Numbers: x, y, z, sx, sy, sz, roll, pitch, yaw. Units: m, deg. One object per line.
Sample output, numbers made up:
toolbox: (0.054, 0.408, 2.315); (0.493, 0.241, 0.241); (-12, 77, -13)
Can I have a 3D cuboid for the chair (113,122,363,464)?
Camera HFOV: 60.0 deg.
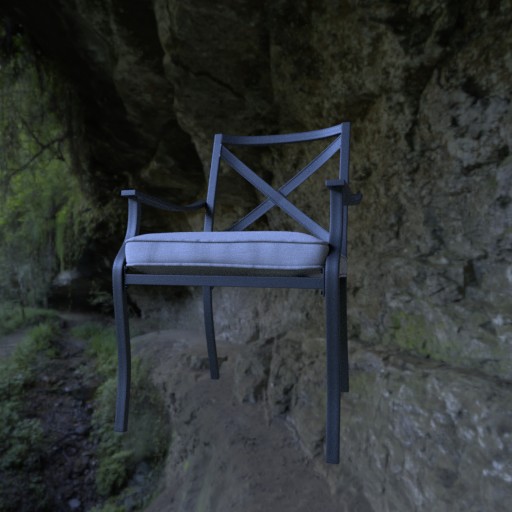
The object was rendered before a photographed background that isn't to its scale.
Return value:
chair: (0.000, 0.000, 1.302); (0.575, 0.889, 0.620); (0, 0, 18)
